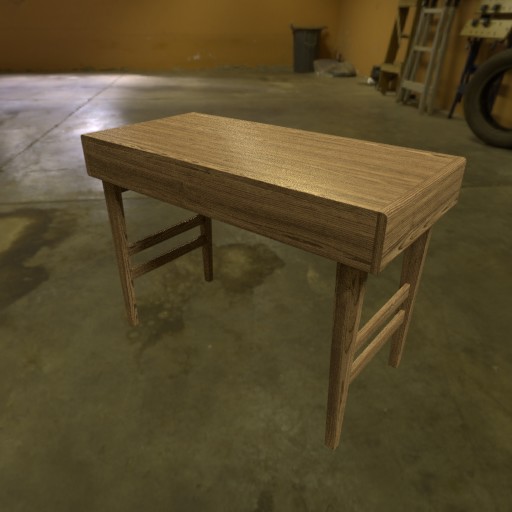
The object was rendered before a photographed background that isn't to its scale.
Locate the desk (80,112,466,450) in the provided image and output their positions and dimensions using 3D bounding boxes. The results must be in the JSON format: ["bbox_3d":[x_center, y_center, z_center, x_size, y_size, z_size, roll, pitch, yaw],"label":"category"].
[{"bbox_3d":[0.000,0.000,1.503,1.067,0.755,0.508,21,35,34],"label":"desk"}]
